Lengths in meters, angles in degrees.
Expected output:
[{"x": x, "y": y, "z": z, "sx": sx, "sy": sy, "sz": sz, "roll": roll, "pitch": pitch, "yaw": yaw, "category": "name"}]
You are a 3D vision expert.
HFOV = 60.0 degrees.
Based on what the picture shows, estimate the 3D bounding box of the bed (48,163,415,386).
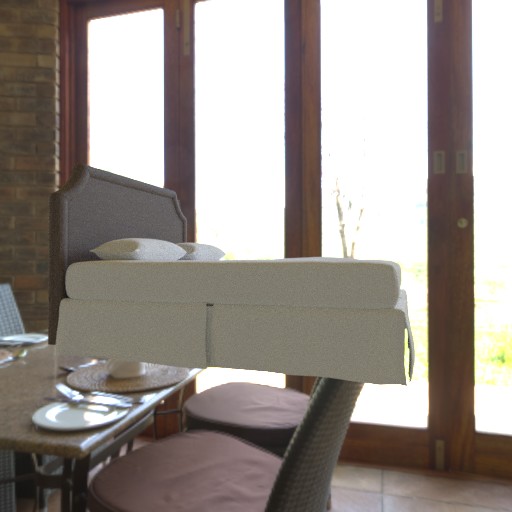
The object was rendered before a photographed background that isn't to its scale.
[{"x": 0.000, "y": 0.000, "z": 4.130, "sx": 2.773, "sy": 1.590, "sz": 2.350, "roll": 0, "pitch": -1, "yaw": 19, "category": "bed"}]
